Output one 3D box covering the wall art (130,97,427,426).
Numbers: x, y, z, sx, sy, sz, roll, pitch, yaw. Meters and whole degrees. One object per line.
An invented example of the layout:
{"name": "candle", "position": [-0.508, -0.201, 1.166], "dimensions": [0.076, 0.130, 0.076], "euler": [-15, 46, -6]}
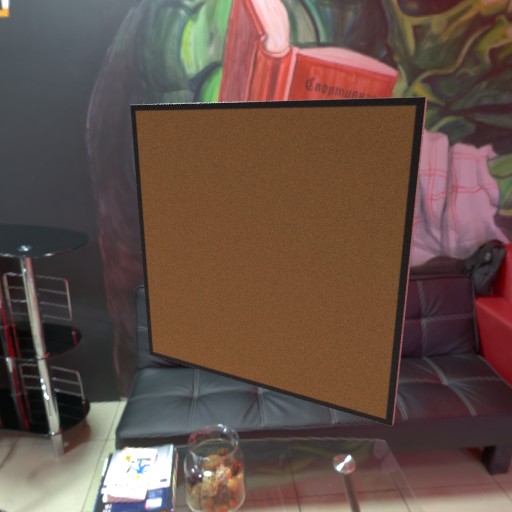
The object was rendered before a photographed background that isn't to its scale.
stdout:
{"name": "wall art", "position": [0.000, 0.000, 1.219], "dimensions": [0.805, 0.803, 0.022], "euler": [8, 18, 26]}
